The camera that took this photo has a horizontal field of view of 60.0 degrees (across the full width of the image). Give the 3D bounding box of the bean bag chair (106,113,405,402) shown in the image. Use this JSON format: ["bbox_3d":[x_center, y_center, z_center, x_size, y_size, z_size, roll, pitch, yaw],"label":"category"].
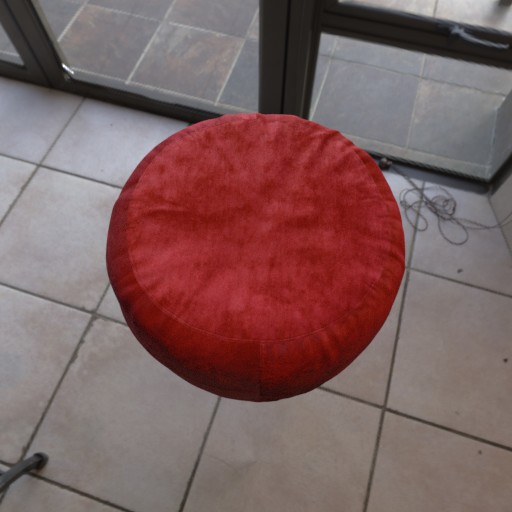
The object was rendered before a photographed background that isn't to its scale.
[{"bbox_3d":[0.000,0.000,1.983,1.219,0.762,1.219,0,65,0],"label":"bean bag chair"}]
